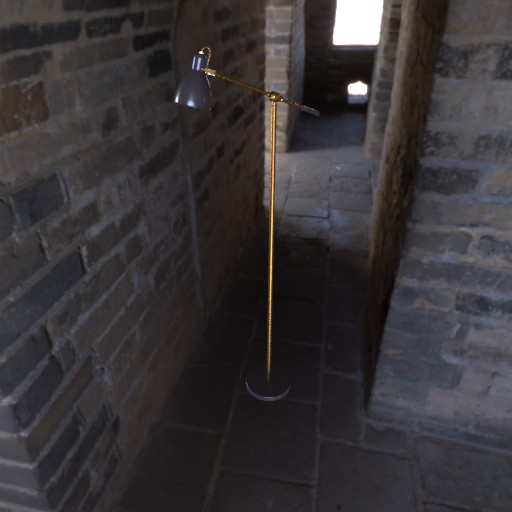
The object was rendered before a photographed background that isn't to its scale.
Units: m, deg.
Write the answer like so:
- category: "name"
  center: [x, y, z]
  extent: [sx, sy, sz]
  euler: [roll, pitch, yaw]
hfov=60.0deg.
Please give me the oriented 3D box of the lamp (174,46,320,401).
- category: "lamp"
  center: [0.000, 0.000, 1.867]
  extent: [0.618, 1.628, 0.235]
  euler: [-21, 37, -31]
